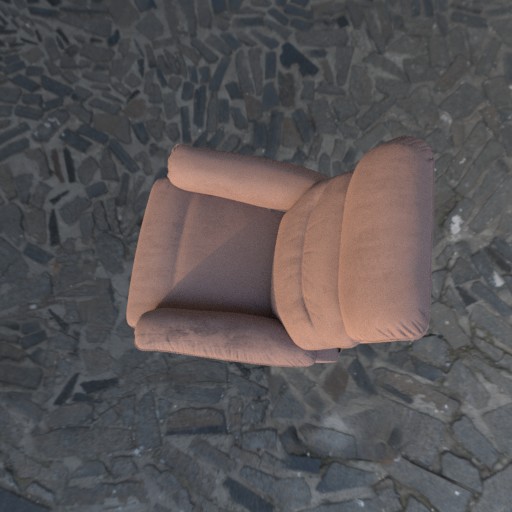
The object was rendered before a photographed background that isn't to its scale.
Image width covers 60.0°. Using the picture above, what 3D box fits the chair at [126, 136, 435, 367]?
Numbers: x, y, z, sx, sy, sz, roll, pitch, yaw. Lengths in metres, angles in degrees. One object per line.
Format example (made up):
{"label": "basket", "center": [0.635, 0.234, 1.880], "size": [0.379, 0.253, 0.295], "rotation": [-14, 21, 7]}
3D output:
{"label": "chair", "center": [0.000, 0.000, 1.719], "size": [1.004, 1.037, 0.820], "rotation": [7, 75, 2]}
